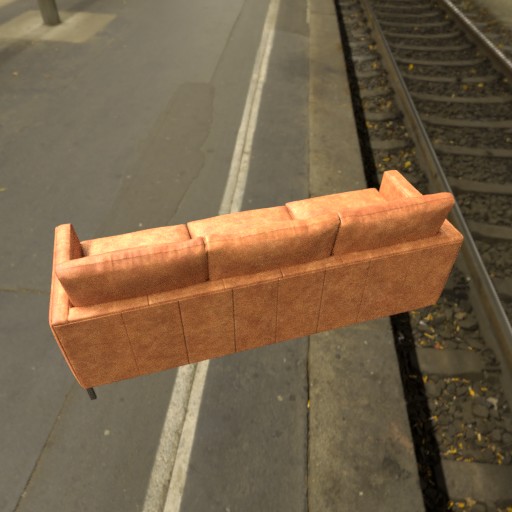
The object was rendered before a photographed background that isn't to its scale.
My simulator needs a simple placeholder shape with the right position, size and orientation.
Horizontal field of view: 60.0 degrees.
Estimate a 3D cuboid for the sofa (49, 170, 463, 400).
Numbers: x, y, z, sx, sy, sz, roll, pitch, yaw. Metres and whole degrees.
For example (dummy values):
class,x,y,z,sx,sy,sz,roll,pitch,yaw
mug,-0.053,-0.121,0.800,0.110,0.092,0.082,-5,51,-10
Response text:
class,x,y,z,sx,sy,sz,roll,pitch,yaw
sofa,0.000,0.000,2.424,2.029,0.863,0.748,-11,43,-12
